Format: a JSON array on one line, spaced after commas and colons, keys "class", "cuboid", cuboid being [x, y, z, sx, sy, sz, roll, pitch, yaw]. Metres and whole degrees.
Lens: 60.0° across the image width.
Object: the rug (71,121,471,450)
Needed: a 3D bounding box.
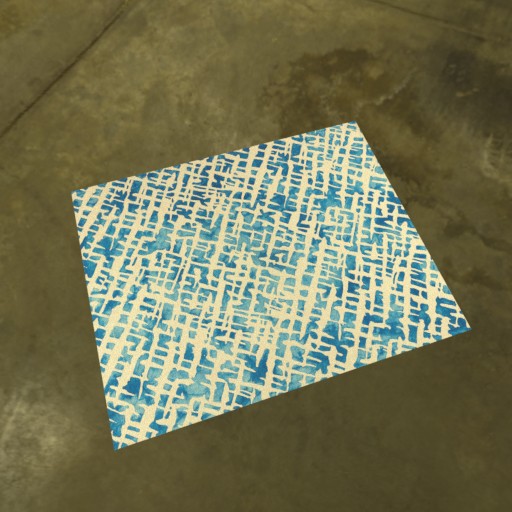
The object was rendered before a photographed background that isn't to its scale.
[{"class": "rug", "cuboid": [0.000, 0.000, 4.009, 3.007, 0.007, 2.435, -16, 64, -8]}]
